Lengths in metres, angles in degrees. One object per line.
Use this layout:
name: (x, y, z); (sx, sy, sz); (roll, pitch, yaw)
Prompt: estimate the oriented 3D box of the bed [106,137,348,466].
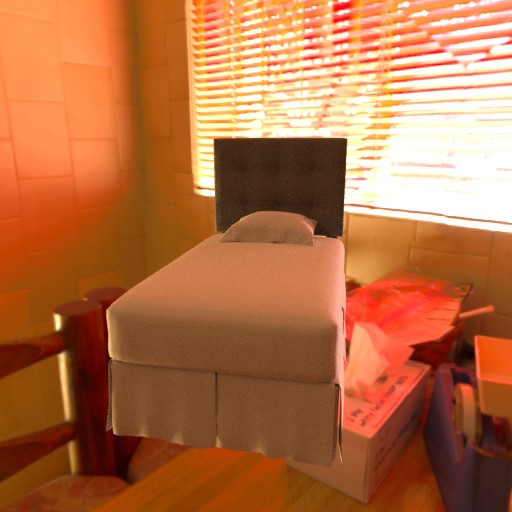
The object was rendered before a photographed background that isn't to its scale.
bed: (0.000, 0.000, 2.991); (1.261, 1.571, 1.997); (3, 14, 11)
